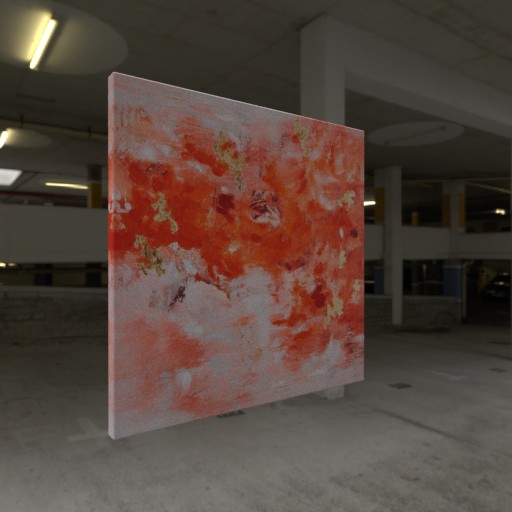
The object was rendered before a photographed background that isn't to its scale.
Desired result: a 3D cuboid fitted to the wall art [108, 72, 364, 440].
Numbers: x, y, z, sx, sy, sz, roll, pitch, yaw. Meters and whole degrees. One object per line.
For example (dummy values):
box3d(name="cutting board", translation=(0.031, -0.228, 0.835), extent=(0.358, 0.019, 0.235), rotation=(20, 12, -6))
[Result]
box3d(name="wall art", translation=(0.000, 0.000, 1.134), extent=(0.747, 0.746, 0.064), rotation=(0, 0, -35))
